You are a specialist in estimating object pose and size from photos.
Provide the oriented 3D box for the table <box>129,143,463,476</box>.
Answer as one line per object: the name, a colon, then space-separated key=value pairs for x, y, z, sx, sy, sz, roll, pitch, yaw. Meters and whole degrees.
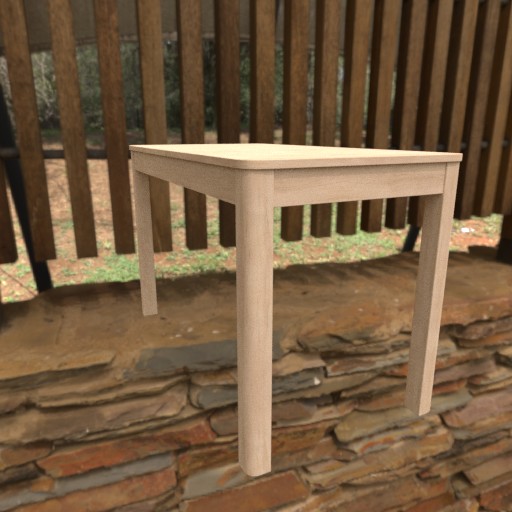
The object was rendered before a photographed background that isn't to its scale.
table: x=0.000 y=0.000 z=1.907 sx=0.750 sy=0.900 sz=1.400 roll=-8 pitch=17 yaw=-25
